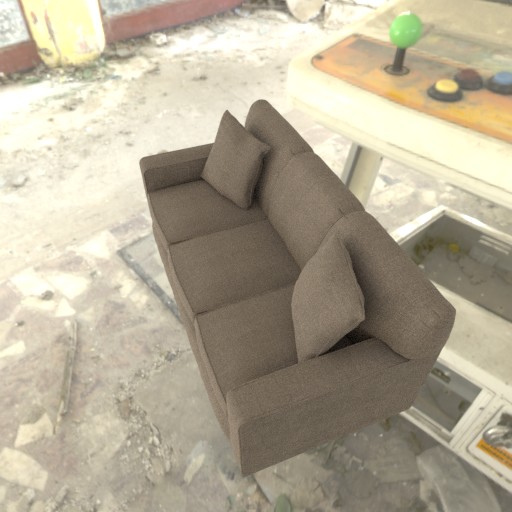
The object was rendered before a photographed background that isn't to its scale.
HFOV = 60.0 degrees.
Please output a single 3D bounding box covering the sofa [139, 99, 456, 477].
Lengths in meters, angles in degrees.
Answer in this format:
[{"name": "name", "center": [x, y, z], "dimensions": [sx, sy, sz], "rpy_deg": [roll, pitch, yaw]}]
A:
[{"name": "sofa", "center": [0.000, 0.000, 2.580], "dimensions": [0.997, 0.958, 2.024], "rpy_deg": [-16, 47, -15]}]
